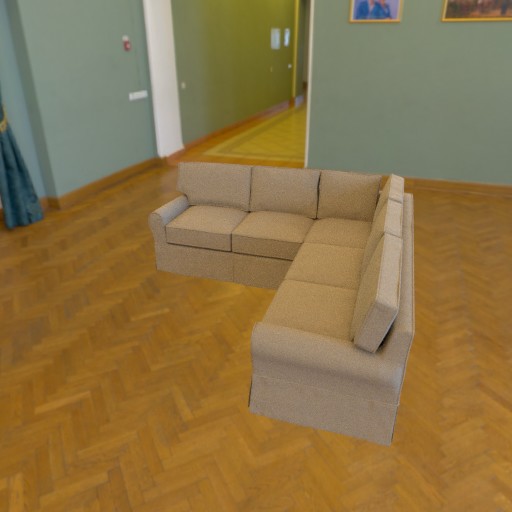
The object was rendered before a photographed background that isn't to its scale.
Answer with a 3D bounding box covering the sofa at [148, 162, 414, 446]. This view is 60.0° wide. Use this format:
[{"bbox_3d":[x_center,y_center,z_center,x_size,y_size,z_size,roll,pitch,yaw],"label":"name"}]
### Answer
[{"bbox_3d":[0.000,0.000,4.147,2.730,1.124,2.733,8,27,16],"label":"sofa"}]
